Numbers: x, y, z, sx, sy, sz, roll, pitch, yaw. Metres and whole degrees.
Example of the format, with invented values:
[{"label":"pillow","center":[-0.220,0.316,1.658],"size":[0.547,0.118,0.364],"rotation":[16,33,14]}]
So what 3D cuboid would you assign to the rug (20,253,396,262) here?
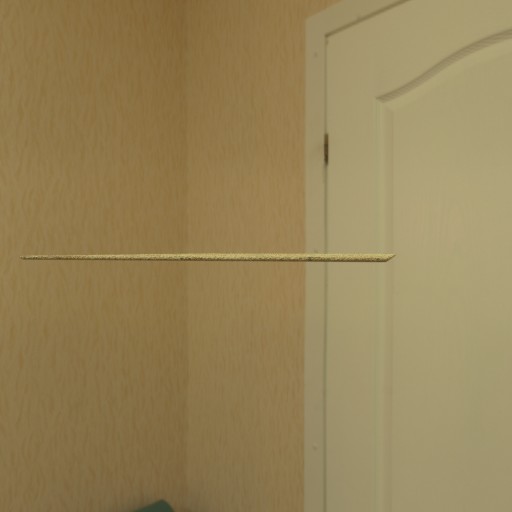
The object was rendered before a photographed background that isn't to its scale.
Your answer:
[{"label":"rug","center":[0.000,0.000,4.035],"size":[2.399,0.026,3.000],"rotation":[0,1,18]}]
